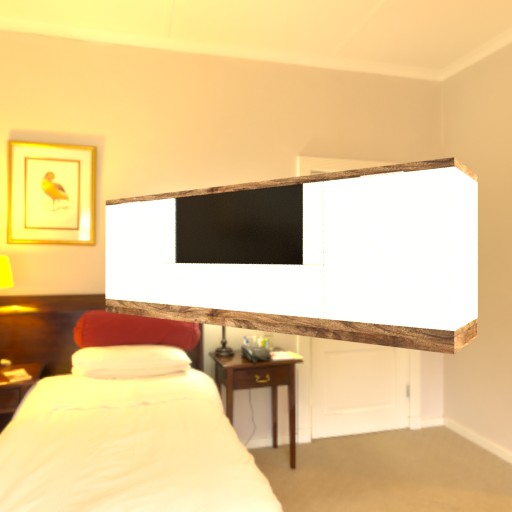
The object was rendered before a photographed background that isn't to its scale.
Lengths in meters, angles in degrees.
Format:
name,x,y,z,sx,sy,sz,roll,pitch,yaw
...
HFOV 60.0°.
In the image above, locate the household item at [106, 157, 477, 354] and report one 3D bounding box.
name,x,y,z,sx,sy,sz,roll,pitch,yaw
household item,0.000,0.000,2.059,1.800,0.615,0.390,0,0,36
